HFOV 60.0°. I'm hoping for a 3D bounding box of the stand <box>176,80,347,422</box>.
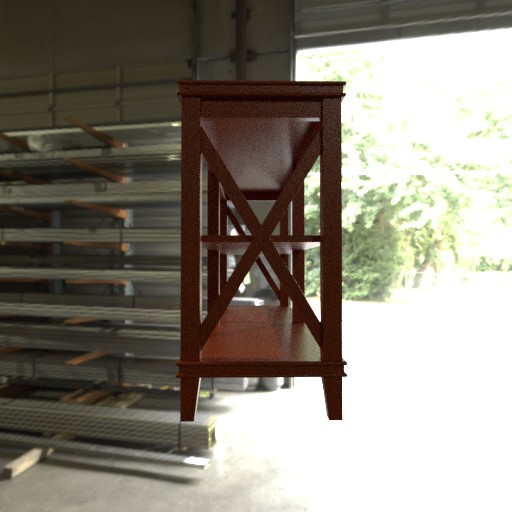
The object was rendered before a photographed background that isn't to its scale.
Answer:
[{"bbox_3d":[0.000,0.000,1.670,0.381,0.762,1.372,0,-1,-1],"label":"stand"}]
